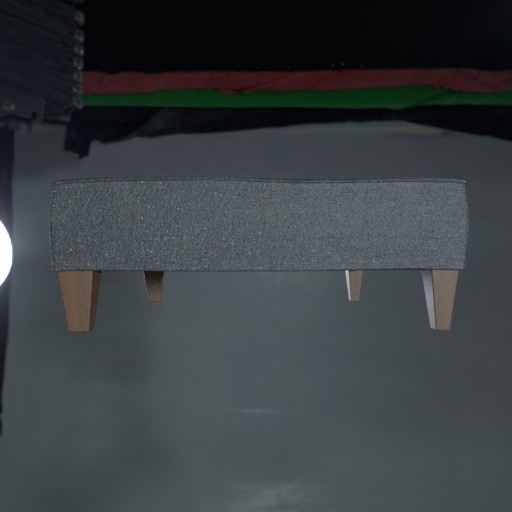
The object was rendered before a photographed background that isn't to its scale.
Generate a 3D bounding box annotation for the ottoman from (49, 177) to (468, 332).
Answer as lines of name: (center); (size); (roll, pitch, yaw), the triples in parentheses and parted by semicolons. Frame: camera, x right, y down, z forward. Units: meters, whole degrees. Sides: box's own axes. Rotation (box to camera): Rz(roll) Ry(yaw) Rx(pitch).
ottoman: (0.000, 0.000, 1.527); (1.004, 0.382, 0.968); (0, -1, -1)
